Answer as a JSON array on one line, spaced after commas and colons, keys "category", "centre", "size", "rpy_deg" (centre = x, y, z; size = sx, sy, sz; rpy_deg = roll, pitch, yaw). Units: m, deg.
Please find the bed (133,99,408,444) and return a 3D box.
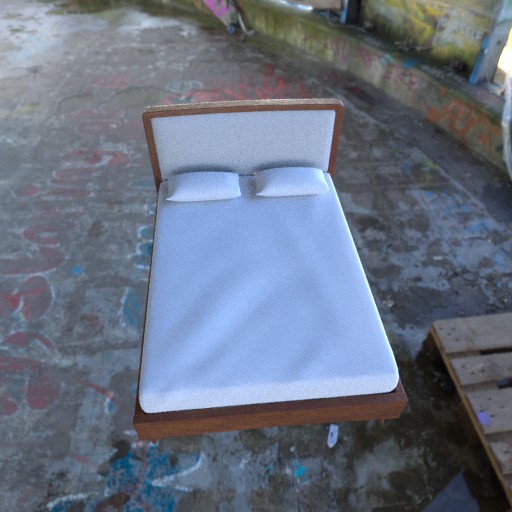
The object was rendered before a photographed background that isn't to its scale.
[{"category": "bed", "centre": [0.000, 0.000, 3.190], "size": [1.587, 1.275, 2.196], "rpy_deg": [-4, 46, -4]}]
